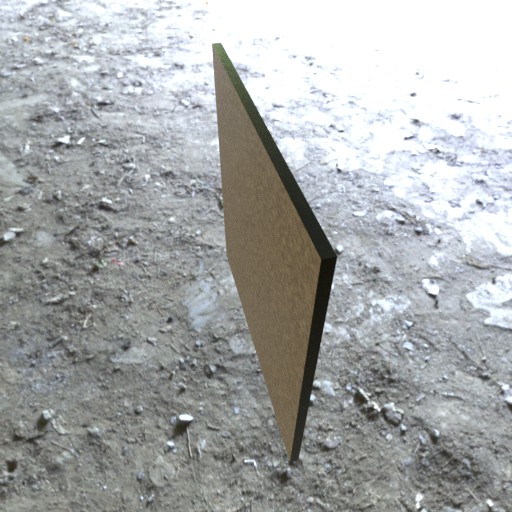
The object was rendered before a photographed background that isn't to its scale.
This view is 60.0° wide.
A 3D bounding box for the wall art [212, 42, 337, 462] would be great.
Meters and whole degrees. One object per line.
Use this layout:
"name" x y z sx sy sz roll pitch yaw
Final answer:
"wall art" 0.000 0.000 0.655 0.014 0.445 0.446 -11 47 -10
